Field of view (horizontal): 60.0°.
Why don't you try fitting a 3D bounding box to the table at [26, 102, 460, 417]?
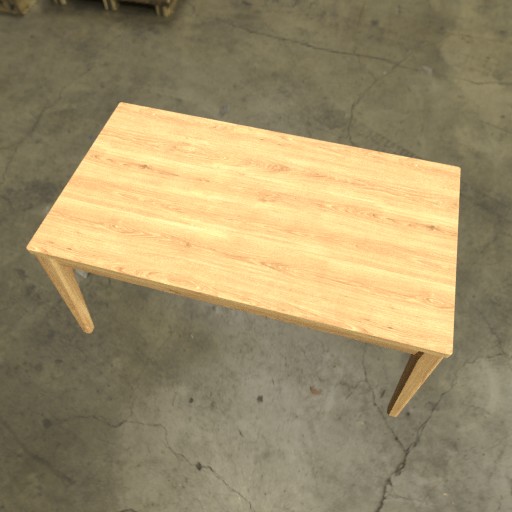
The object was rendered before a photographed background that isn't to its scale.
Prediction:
[{"bbox_3d":[0.000,0.000,2.066,1.600,0.760,0.900,13,59,8],"label":"table"}]
